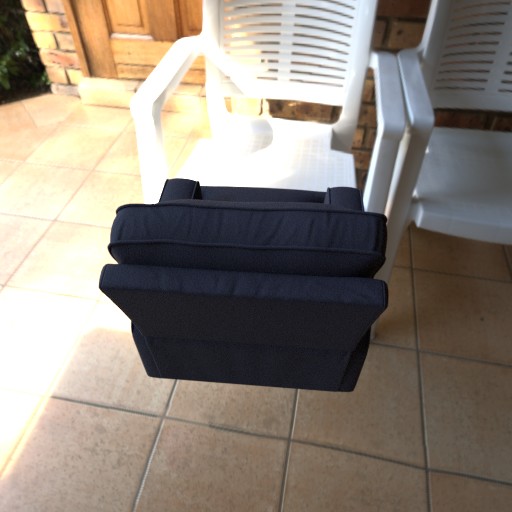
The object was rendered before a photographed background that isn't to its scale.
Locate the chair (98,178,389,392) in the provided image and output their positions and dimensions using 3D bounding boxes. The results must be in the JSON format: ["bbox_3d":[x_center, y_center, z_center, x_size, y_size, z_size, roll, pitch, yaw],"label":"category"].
[{"bbox_3d":[0.000,0.000,1.699,0.861,0.962,0.964,3,46,3],"label":"chair"}]
